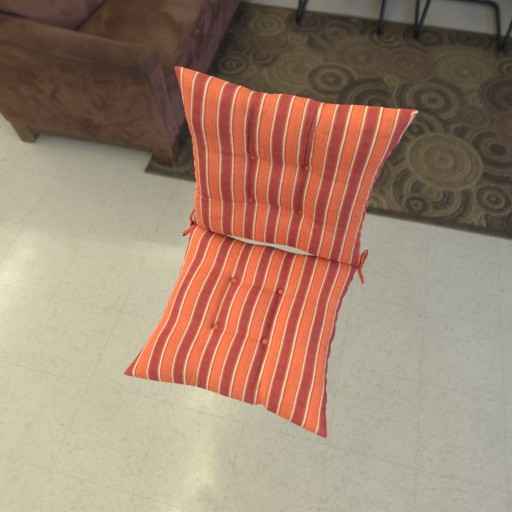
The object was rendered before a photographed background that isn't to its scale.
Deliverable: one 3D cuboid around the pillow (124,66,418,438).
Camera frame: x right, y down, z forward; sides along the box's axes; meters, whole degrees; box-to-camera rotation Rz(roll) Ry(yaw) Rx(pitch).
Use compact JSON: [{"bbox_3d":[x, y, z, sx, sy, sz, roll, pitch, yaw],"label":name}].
[{"bbox_3d":[0.000,0.000,0.996,0.541,0.536,0.585,14,60,8],"label":"pillow"}]
